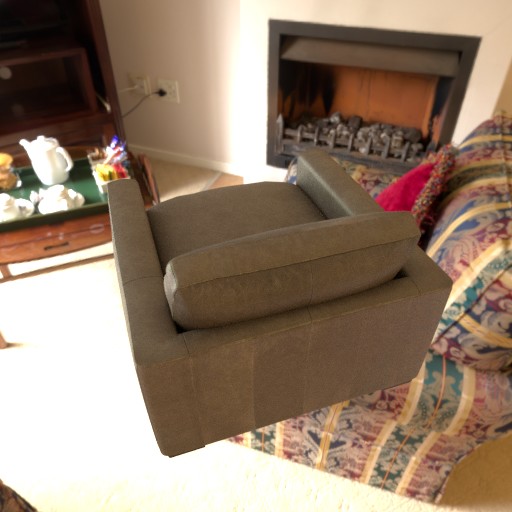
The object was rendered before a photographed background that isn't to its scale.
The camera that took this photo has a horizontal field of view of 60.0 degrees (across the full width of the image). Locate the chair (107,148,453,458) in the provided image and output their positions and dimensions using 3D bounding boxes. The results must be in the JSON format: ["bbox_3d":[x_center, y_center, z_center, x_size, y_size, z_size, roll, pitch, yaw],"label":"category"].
[{"bbox_3d":[0.000,0.000,1.832,1.106,0.807,1.080,-12,41,-14],"label":"chair"}]
